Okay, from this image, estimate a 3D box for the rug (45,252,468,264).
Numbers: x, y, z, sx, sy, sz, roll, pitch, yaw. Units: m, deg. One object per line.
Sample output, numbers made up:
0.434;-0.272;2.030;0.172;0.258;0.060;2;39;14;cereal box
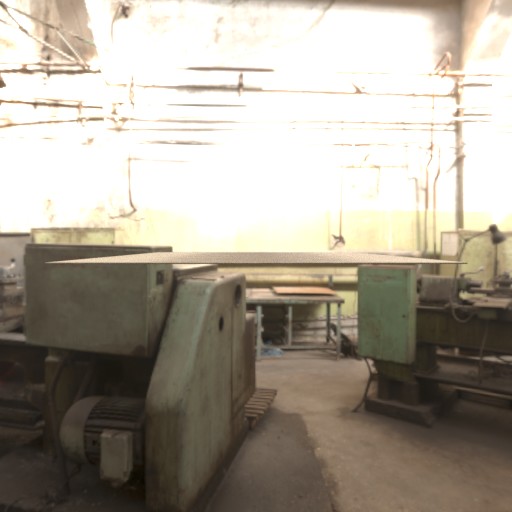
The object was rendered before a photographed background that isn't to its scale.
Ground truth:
0.000;0.000;4.073;2.453;0.010;3.037;0;2;0;rug
